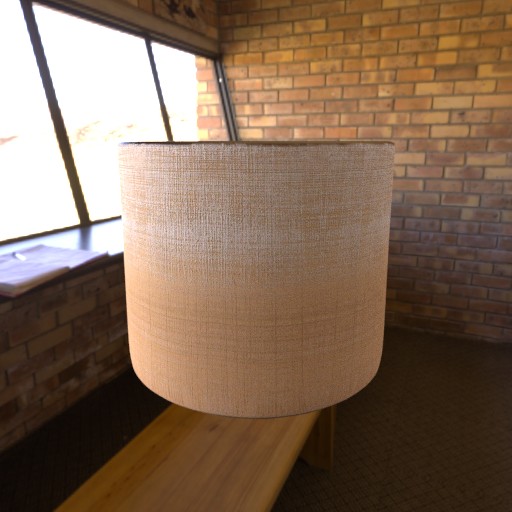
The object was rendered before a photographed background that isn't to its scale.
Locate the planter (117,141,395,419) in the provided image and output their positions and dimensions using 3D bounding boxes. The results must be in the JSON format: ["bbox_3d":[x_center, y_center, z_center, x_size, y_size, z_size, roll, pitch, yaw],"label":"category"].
[{"bbox_3d":[0.000,0.000,0.441,0.254,0.221,0.254,0,14,0],"label":"planter"}]
